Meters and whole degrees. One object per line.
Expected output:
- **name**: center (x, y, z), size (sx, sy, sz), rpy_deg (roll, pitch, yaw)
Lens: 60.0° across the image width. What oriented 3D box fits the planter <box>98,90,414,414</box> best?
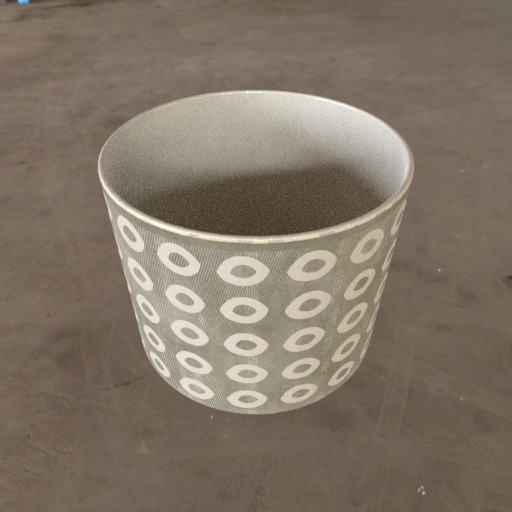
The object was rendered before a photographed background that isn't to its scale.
- **planter**: center (0.000, 0.000, 0.439), size (0.250, 0.239, 0.250), rpy_deg (0, 40, 0)
